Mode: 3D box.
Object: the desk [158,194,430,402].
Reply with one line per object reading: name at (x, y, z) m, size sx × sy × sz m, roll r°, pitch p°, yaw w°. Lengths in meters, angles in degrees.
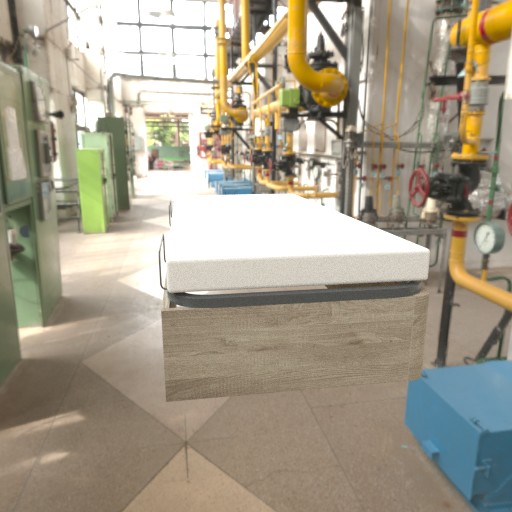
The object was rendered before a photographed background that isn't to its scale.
desk at (0.000, 0.000, 2.314) m, size 0.900 × 0.455 × 1.900 m, roll -2°, pitch 14°, yaw -9°
